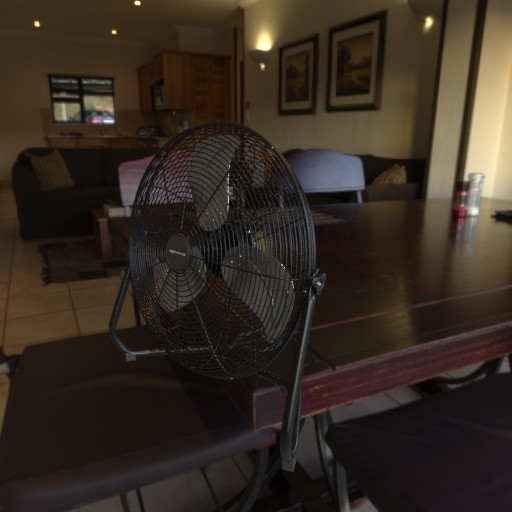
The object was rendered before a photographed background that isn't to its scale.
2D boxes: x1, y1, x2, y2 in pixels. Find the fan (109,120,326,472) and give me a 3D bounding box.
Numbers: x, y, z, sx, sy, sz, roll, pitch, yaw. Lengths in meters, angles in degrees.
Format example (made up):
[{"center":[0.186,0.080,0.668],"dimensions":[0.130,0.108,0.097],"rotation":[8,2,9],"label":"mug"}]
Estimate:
[{"center":[0.000,0.000,0.939],"dimensions":[0.555,0.546,0.424],"rotation":[15,21,43],"label":"fan"}]
